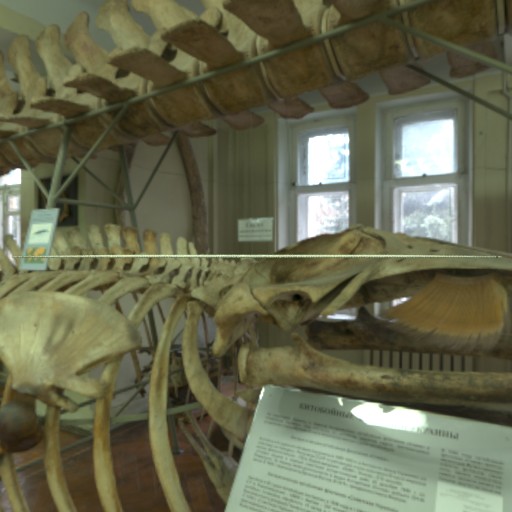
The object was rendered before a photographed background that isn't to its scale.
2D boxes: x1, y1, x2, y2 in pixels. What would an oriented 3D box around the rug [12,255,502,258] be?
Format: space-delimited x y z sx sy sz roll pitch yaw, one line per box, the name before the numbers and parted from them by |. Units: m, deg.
rug | 0.000 0.000 3.918 3.061 0.010 2.330 0 0 -1
